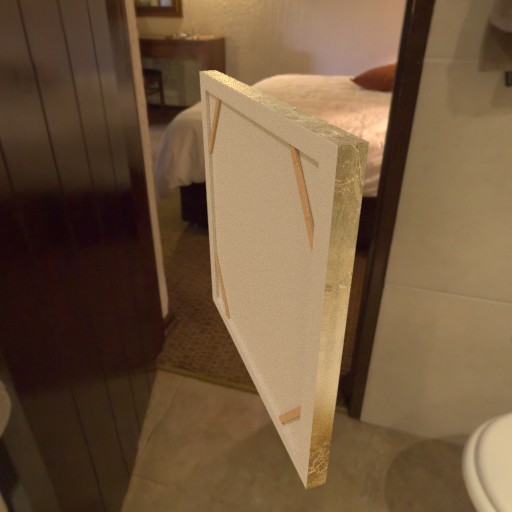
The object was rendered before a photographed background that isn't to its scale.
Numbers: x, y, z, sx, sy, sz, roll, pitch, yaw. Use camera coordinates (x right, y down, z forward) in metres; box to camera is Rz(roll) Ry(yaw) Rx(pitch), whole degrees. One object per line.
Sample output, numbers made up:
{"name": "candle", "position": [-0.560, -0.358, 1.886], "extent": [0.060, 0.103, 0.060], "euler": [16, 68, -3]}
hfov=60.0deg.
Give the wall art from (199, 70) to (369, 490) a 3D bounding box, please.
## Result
{"name": "wall art", "position": [0.000, 0.000, 0.878], "extent": [0.038, 0.610, 0.610], "euler": [-10, 32, -18]}
